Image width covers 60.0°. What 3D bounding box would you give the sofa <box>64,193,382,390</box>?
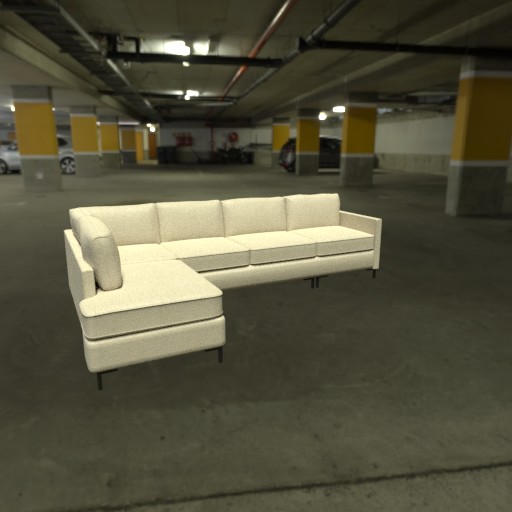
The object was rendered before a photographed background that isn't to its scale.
[{"bbox_3d":[0.000,0.000,4.339,3.384,0.996,2.048,-7,15,-26],"label":"sofa"}]
